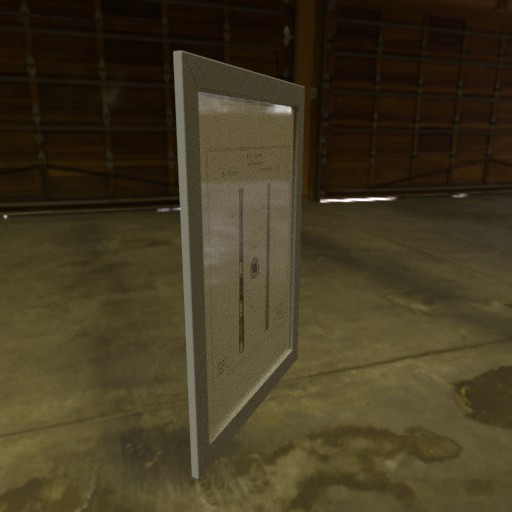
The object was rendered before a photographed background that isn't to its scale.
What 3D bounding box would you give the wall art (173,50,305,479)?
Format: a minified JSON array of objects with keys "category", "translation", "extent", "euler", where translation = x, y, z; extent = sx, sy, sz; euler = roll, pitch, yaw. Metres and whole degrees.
[{"category":"wall art","translation":[0.000,0.000,0.689],"extent":[0.012,0.529,0.374],"euler":[7,16,25]}]
